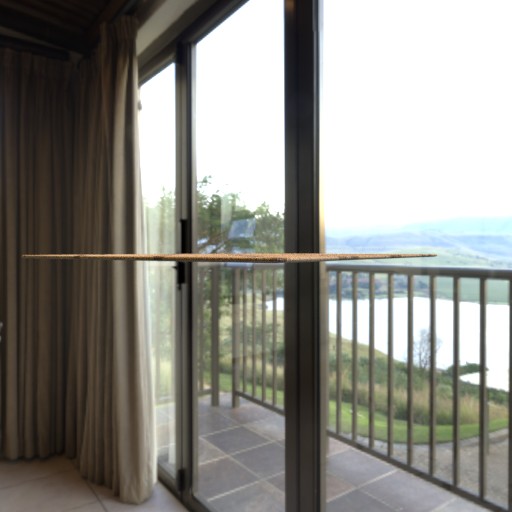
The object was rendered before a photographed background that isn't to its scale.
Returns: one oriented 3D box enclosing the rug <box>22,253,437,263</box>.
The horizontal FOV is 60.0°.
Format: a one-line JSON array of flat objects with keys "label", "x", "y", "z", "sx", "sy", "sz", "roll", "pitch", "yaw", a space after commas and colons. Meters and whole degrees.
[{"label": "rug", "x": 0.000, "y": 0.000, "z": 3.981, "sx": 2.399, "sy": 0.026, "sz": 3.000, "roll": 0, "pitch": 1, "yaw": 36}]
